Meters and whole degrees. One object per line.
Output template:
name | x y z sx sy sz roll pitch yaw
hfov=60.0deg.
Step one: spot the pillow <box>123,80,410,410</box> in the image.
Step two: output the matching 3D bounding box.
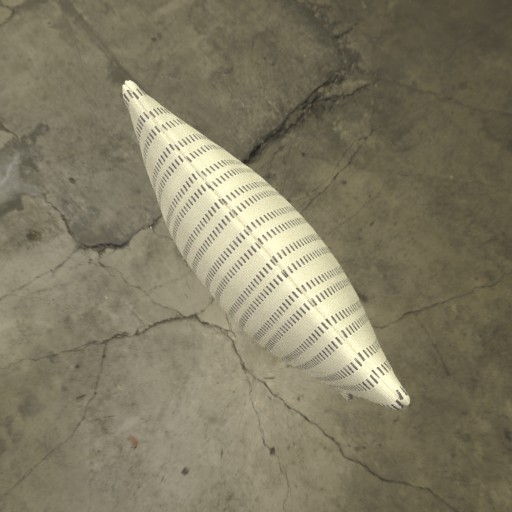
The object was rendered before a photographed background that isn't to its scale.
pillow | 0.000 0.000 0.800 0.210 0.353 0.640 -39 78 -10
